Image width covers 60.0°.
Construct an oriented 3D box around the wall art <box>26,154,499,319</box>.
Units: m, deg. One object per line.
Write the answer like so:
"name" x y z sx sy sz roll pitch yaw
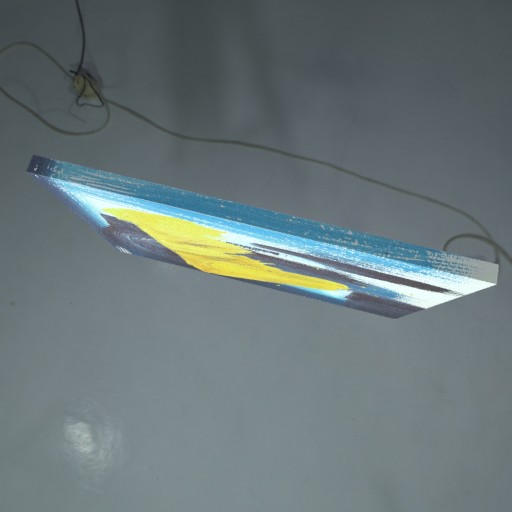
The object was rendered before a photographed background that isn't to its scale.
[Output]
"wall art" 0.000 0.000 1.135 0.914 0.610 0.039 14 76 3
